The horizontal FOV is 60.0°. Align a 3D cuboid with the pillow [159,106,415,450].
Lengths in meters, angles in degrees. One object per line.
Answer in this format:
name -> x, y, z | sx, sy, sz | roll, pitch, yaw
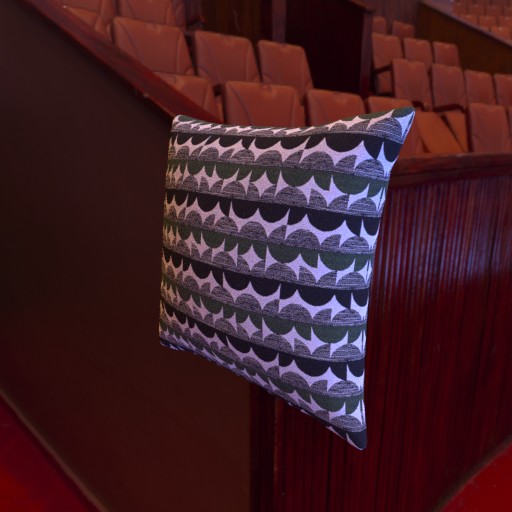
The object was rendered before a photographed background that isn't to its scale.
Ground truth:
pillow -> 0.000, 0.000, 0.648 | 0.419, 0.404, 0.180 | 14, 21, 40
